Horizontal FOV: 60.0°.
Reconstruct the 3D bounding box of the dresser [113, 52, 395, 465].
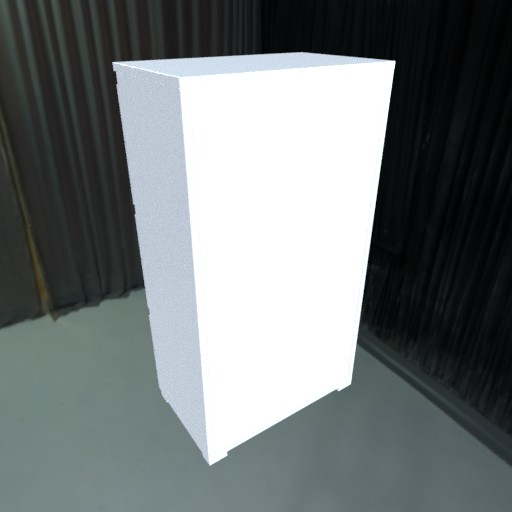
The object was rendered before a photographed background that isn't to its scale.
[{"bbox_3d":[0.000,0.000,1.477,0.650,1.190,0.400,-18,33,-30],"label":"dresser"}]
